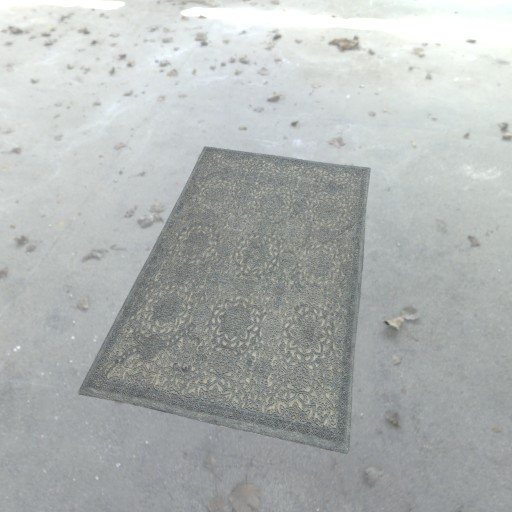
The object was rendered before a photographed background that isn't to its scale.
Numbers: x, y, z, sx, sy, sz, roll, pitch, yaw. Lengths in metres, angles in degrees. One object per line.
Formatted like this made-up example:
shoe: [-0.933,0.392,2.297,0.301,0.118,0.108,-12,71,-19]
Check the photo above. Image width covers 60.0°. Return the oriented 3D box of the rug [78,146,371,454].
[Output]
rug: [0.000,0.000,3.220,1.535,0.022,2.498,9,49,8]
